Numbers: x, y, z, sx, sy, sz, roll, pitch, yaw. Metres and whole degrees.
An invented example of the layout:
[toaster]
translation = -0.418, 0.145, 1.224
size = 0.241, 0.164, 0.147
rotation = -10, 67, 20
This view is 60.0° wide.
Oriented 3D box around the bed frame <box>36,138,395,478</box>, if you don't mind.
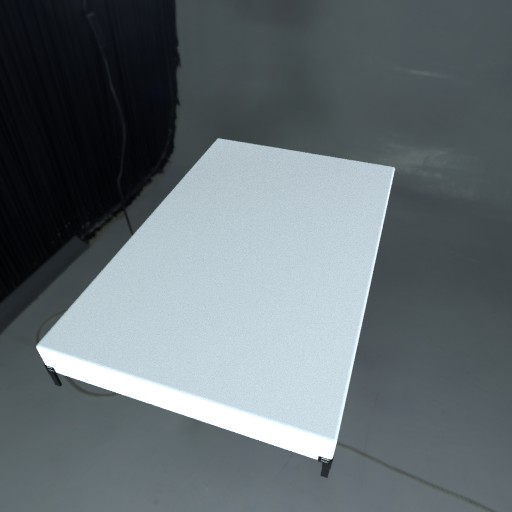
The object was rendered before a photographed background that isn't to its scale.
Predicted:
[bed frame]
translation = 0.000, 0.000, 3.746
size = 1.930, 0.440, 2.987
rotation = 13, 43, 14
